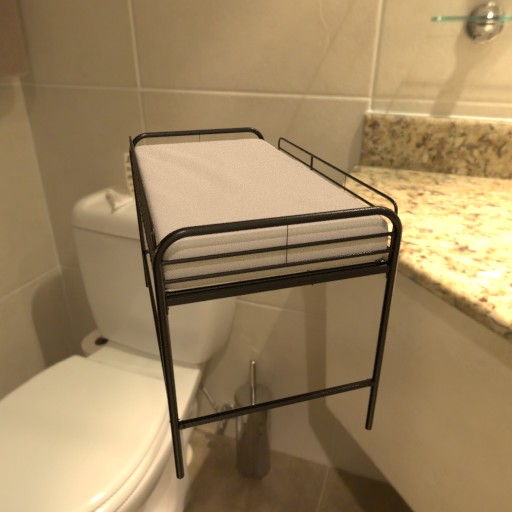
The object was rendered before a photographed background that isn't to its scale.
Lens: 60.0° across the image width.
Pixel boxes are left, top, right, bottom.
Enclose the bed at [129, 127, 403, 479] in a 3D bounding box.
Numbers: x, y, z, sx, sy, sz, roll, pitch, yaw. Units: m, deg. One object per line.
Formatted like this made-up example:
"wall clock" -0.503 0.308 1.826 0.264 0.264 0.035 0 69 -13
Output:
"bed" 0.000 0.000 2.876 1.393 1.289 1.968 -8 27 -15
